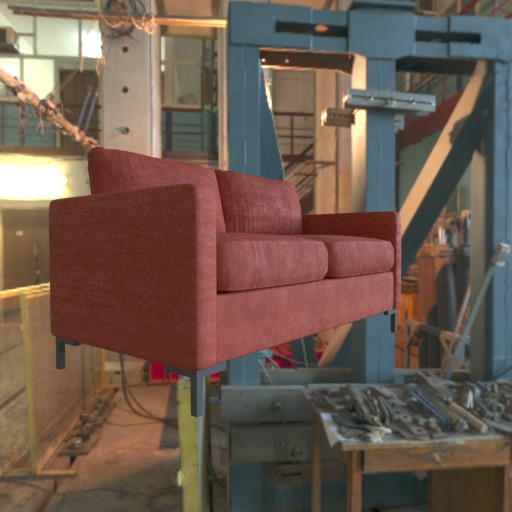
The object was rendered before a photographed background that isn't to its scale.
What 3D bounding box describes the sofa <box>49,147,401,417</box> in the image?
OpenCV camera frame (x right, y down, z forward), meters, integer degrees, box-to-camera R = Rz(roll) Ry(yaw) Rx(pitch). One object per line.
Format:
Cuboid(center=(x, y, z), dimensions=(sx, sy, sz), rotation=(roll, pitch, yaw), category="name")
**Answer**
Cuboid(center=(0.000, 0.000, 2.088), dimensions=(0.864, 0.896, 1.574), rotation=(1, 1, 38), category="sofa")
